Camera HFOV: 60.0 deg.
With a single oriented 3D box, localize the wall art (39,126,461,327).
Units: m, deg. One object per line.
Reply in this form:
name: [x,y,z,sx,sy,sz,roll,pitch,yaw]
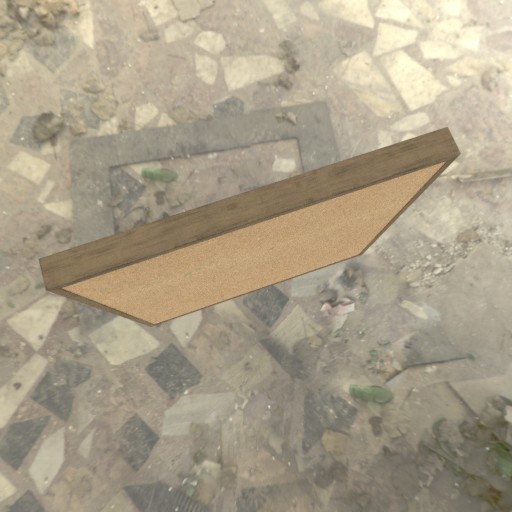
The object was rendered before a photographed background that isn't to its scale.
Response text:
wall art: [0.000,0.000,0.764,0.508,0.508,0.038,-19,77,-4]
